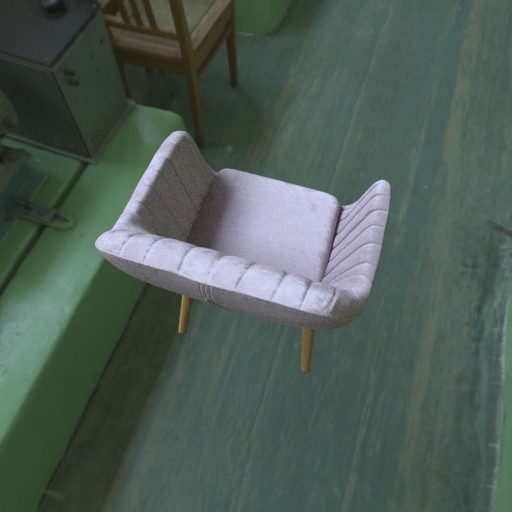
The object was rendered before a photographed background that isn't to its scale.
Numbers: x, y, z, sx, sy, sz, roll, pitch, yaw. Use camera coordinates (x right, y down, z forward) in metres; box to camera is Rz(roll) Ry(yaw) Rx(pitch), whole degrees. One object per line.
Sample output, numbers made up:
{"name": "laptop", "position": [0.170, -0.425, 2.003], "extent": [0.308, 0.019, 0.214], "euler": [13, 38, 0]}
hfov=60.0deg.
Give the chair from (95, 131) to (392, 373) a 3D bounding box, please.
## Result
{"name": "chair", "position": [0.000, 0.000, 1.232], "extent": [0.610, 0.832, 0.570], "euler": [16, 64, 8]}
